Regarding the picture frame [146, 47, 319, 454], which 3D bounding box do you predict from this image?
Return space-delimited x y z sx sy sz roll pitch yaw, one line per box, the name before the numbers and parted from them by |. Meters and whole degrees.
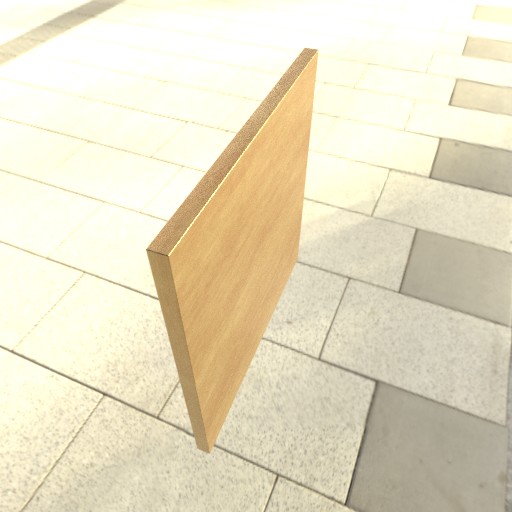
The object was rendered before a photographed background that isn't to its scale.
picture frame | 0.000 0.000 1.140 0.037 0.761 0.758 16 49 15
